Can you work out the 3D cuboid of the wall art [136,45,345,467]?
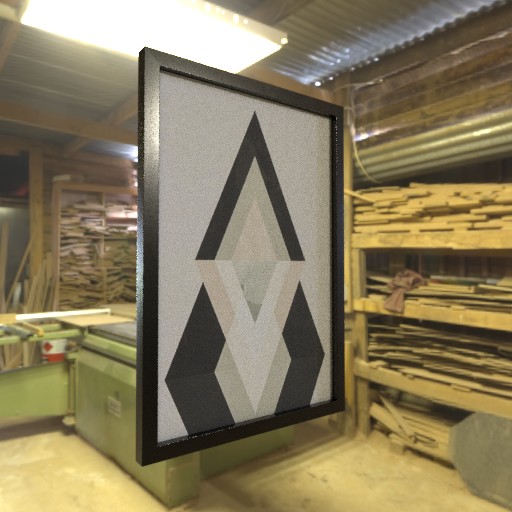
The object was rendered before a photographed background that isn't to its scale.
[{"bbox_3d":[0.000,0.000,0.578,0.314,0.455,0.019,1,-2,-36],"label":"wall art"}]
